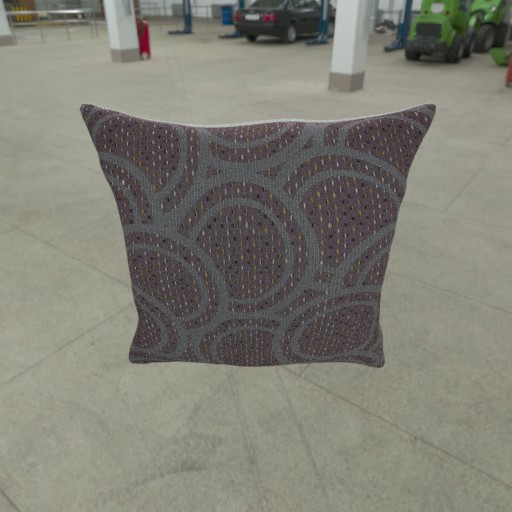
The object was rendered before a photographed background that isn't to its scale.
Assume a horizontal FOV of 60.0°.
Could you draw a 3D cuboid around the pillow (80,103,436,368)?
[{"bbox_3d":[0.000,0.000,0.767,0.514,0.513,0.163,1,31,1],"label":"pillow"}]
